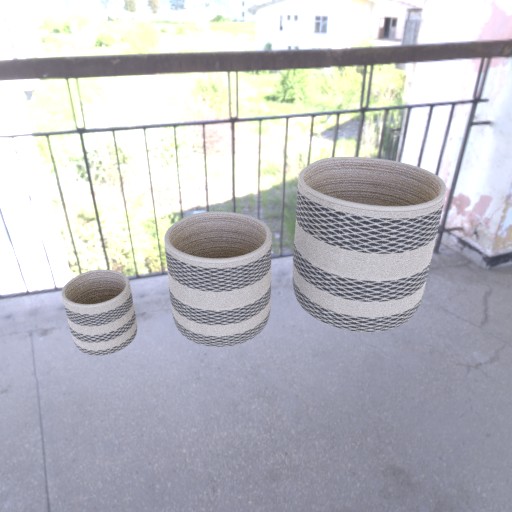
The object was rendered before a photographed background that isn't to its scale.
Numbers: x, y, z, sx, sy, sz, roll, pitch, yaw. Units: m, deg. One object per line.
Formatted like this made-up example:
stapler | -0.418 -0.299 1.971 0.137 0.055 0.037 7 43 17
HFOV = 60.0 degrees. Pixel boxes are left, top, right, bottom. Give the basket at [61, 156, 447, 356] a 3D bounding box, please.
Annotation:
basket | 0.000 0.000 1.093 0.917 0.356 0.351 -7 31 -12
